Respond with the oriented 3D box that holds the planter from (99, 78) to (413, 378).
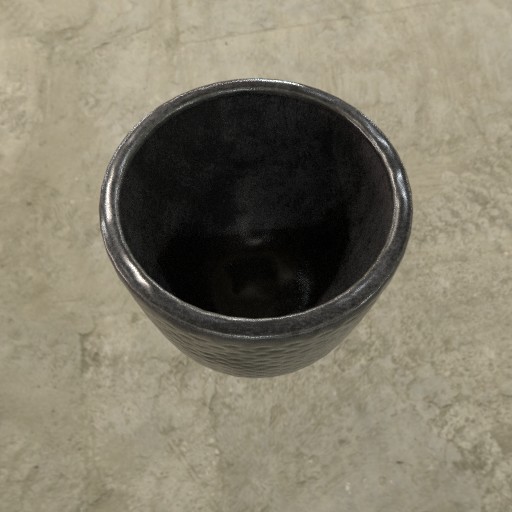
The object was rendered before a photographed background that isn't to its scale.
[{"bbox_3d":[0.000,0.000,0.360,0.197,0.191,0.197,0,63,0],"label":"planter"}]
